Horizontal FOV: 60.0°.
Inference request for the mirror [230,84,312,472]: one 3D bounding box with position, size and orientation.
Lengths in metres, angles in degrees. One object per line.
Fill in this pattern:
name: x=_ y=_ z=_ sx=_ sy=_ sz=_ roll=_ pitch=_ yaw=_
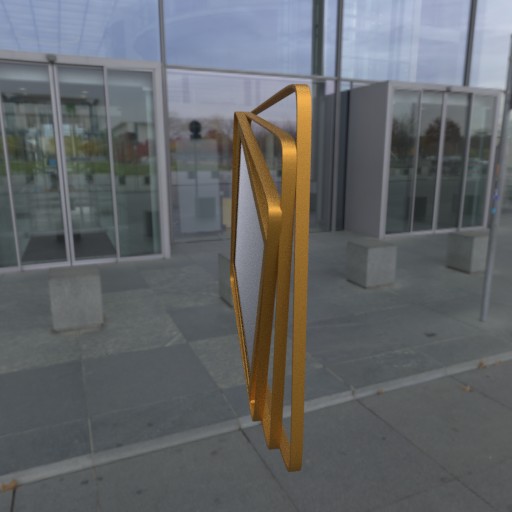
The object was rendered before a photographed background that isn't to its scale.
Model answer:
mirror: x=0.000 y=0.000 z=0.709 sx=0.045 sy=0.468 sz=0.470 roll=-2 pitch=13 yaw=-8
